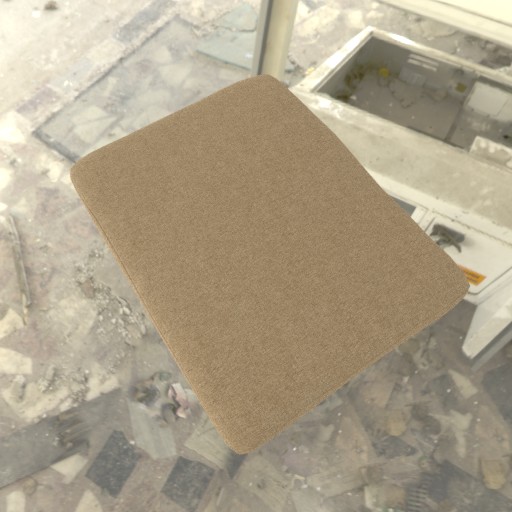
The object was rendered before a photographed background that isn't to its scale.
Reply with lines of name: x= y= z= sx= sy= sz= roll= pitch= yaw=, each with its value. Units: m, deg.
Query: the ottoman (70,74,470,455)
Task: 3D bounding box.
ottoman: x=0.000 y=0.000 z=1.307 sx=0.692 sy=0.511 sz=0.889 roll=-31 pitch=68 yaw=-14
